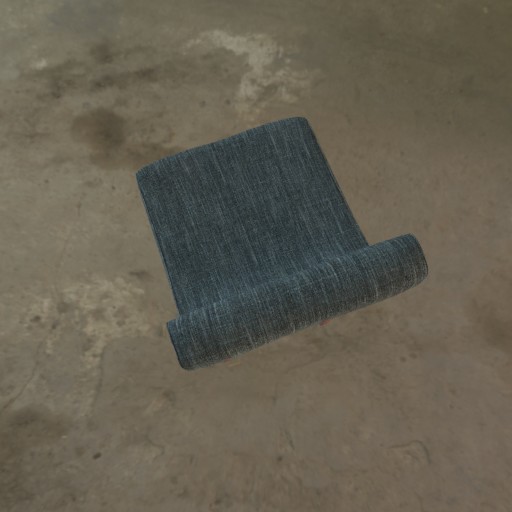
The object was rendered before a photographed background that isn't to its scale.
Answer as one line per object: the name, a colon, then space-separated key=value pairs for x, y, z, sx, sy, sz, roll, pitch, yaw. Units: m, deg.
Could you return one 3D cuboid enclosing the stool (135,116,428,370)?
stool: x=0.000 y=0.000 z=1.077 sx=0.395 sy=0.835 sz=0.459 roll=-20 pitch=75 yaw=-5
